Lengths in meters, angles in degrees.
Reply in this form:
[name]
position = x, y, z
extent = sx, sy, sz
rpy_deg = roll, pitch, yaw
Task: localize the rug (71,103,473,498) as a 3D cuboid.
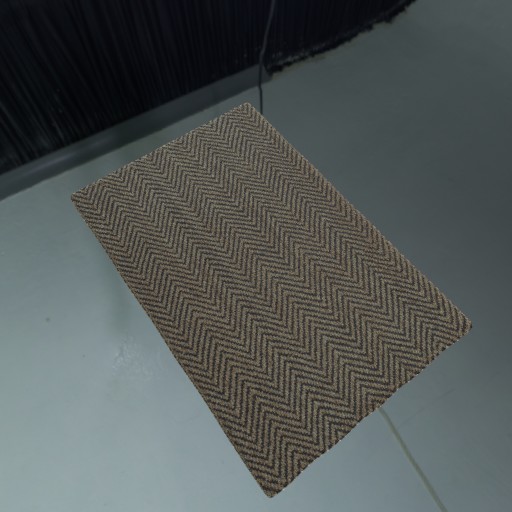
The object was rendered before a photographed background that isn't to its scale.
[rug]
position = 0.000, 0.000, 2.265
extent = 1.219, 0.008, 1.828
rpy_deg = -33, 67, -16
